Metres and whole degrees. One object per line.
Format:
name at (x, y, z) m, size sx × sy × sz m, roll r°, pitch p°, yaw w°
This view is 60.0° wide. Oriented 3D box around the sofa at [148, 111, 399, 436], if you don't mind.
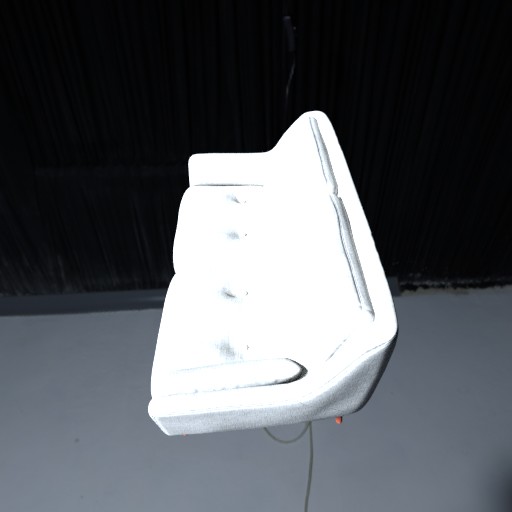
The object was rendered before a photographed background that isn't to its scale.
sofa at (0.000, 0.000, 2.419) m, size 0.976 × 0.897 × 1.930 m, roll -1°, pitch 42°, yaw -1°
